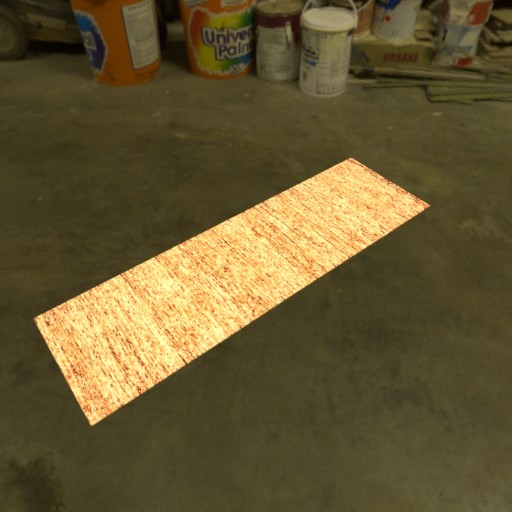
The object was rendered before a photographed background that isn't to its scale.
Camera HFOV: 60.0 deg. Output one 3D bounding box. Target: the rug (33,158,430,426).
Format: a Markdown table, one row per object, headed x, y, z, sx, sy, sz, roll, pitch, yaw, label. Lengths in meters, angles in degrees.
| x | y | z | sx | sy | sz | roll | pitch | yaw | label |
| --- | --- | --- | --- | --- | --- | --- | --- | --- | --- |
| 0.000 | 0.000 | 2.460 | 2.237 | 0.014 | 0.680 | -30 | 53 | -25 | rug |
